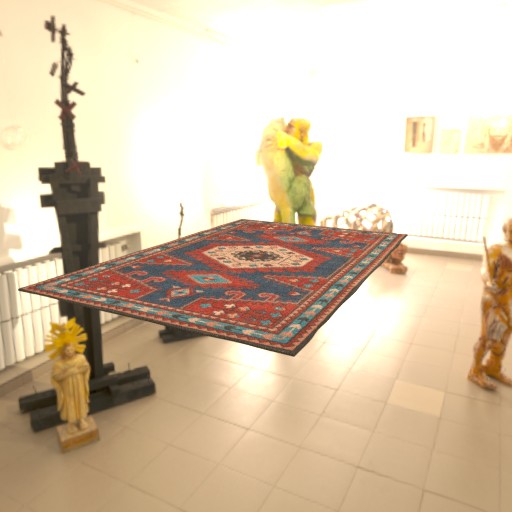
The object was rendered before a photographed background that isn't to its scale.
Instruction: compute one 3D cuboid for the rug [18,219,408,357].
[{"bbox_3d":[0.000,0.000,2.277,1.207,0.012,1.820,8,17,27],"label":"rug"}]
